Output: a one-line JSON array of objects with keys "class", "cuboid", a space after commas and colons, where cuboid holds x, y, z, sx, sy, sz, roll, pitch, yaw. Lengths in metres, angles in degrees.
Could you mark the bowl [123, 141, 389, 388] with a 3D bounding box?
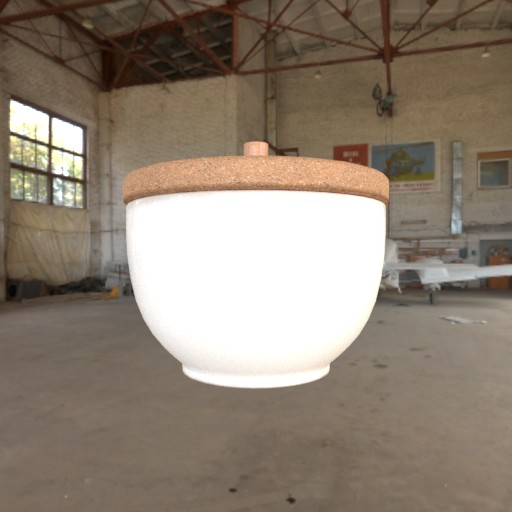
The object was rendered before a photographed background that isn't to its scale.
[{"class": "bowl", "cuboid": [0.000, 0.000, 0.219, 0.126, 0.110, 0.126, 0, 0, 0]}]
